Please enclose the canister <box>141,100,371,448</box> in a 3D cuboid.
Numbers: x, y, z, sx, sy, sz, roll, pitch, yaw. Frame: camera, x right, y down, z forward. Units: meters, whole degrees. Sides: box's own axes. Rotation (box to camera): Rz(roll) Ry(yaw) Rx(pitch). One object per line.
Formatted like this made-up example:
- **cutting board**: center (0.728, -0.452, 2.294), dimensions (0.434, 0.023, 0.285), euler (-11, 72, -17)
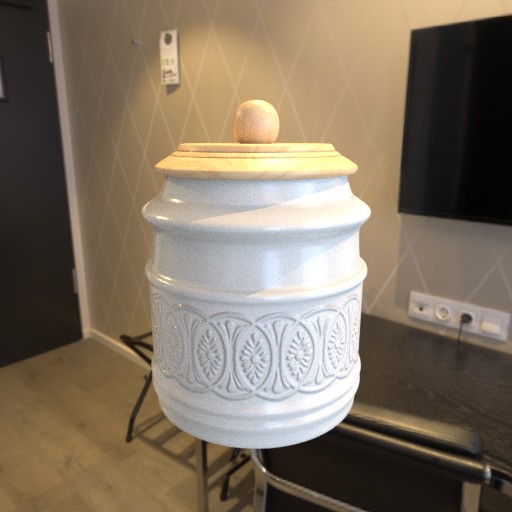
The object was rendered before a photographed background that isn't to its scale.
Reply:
- **canister**: center (0.000, 0.000, 0.265), dimensions (0.130, 0.176, 0.130), euler (0, 15, 0)
